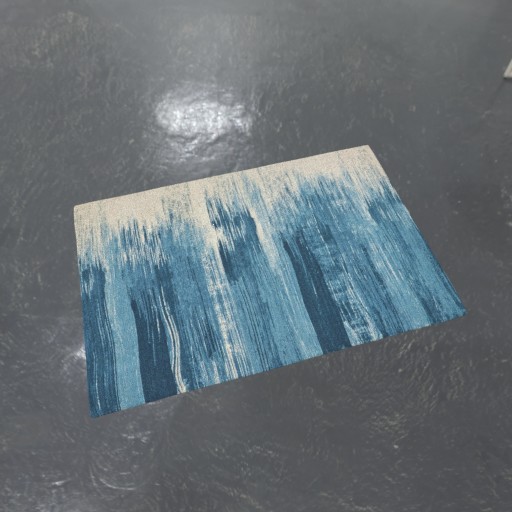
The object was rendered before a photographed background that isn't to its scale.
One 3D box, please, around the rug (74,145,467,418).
[{"bbox_3d":[0.000,0.000,2.364,1.836,0.009,1.232,-13,58,-8],"label":"rug"}]
